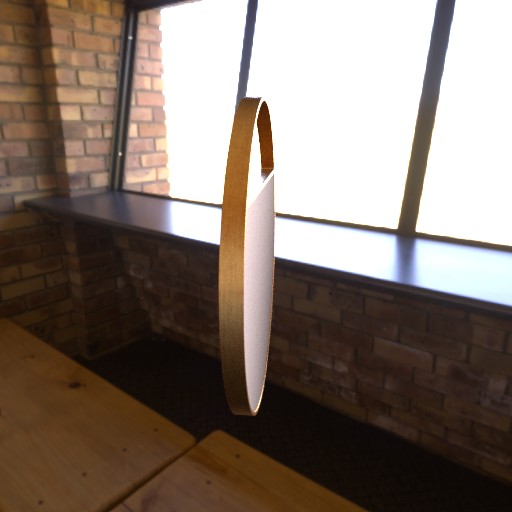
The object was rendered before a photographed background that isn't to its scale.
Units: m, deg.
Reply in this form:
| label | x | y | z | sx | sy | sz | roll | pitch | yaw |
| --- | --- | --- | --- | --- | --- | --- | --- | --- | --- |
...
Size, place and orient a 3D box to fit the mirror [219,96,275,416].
| label | x | y | z | sx | sy | sz | roll | pitch | yaw |
| --- | --- | --- | --- | --- | --- | --- | --- | --- | --- |
| mirror | 0.000 | 0.000 | 0.834 | 0.032 | 0.565 | 0.565 | 2 | 17 | 6 |
